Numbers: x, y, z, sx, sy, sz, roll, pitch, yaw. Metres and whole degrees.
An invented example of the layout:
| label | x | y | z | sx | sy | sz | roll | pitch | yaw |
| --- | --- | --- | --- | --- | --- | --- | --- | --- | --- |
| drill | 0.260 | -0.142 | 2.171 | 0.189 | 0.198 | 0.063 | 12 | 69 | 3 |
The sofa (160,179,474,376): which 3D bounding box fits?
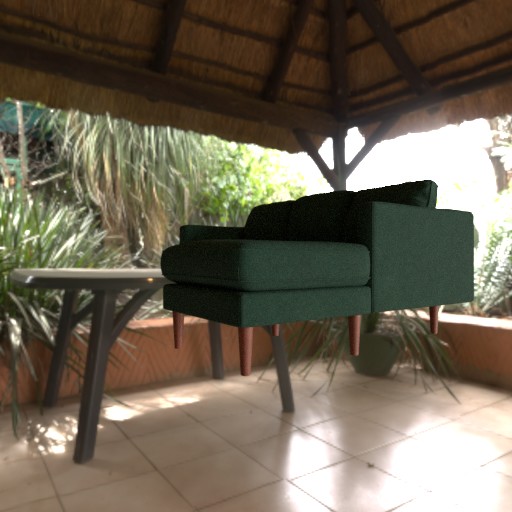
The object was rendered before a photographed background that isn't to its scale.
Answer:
| label | x | y | z | sx | sy | sz | roll | pitch | yaw |
| --- | --- | --- | --- | --- | --- | --- | --- | --- | --- |
| sofa | 0.000 | 0.000 | 2.841 | 1.580 | 0.899 | 2.030 | 0 | 0 | -35 |
